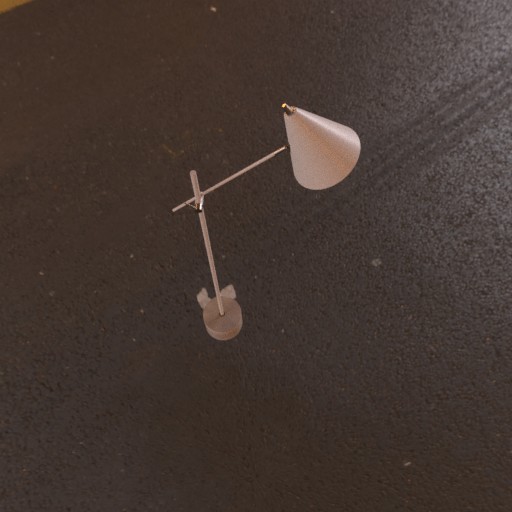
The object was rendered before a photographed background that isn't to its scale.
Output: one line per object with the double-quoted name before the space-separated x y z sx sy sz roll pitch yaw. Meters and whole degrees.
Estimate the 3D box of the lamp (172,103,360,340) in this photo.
"lamp" 0.000 0.000 1.599 0.508 1.430 0.223 1 63 1
